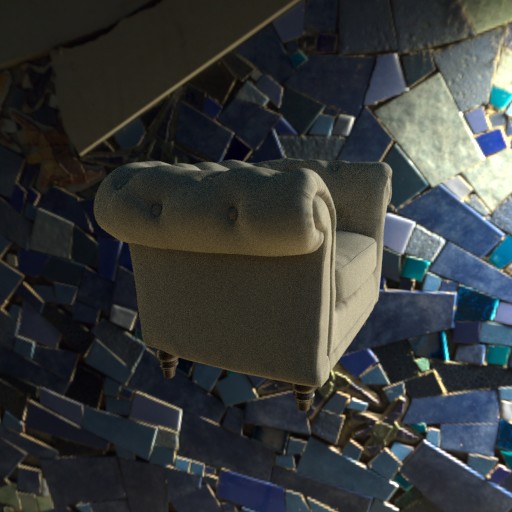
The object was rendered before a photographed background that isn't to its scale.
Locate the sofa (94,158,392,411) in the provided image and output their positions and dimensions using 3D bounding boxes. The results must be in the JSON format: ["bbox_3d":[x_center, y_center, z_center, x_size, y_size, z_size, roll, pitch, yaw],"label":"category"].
[{"bbox_3d":[0.000,0.000,2.071,1.034,0.878,1.405,7,15,26],"label":"sofa"}]
